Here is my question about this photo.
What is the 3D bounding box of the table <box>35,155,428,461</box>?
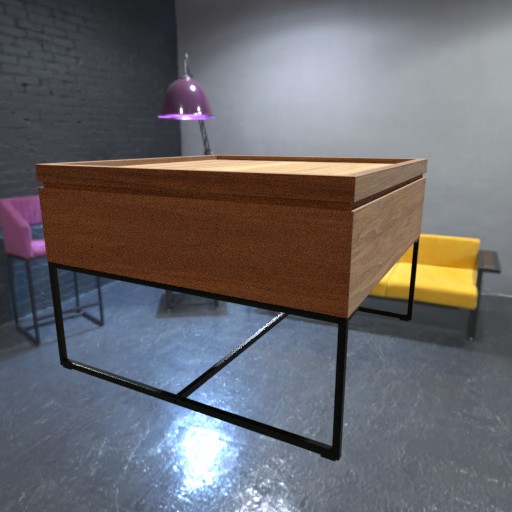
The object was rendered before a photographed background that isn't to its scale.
[{"bbox_3d":[0.000,0.000,1.108,0.676,0.464,0.679,8,17,27],"label":"table"}]
